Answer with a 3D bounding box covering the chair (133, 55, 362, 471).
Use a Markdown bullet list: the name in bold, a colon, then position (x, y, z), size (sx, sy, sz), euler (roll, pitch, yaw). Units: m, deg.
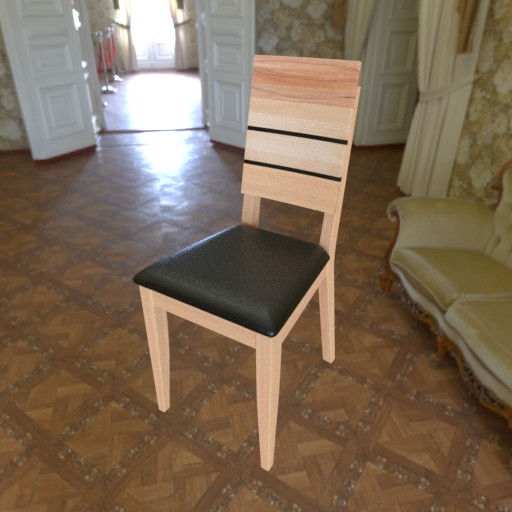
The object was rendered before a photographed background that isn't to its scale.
- **chair**: position (0.000, 0.000, 1.191), size (0.410, 0.940, 0.520), euler (17, 34, 28)
